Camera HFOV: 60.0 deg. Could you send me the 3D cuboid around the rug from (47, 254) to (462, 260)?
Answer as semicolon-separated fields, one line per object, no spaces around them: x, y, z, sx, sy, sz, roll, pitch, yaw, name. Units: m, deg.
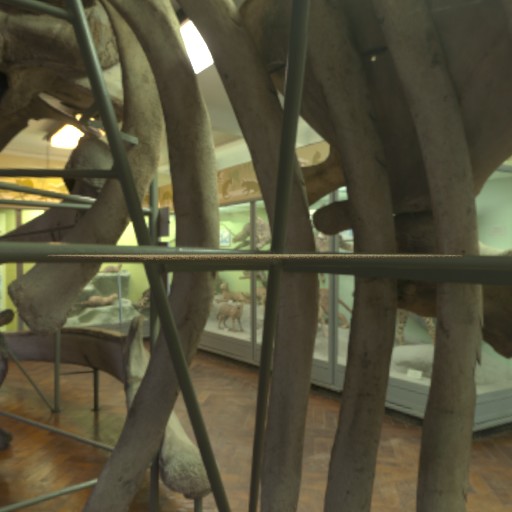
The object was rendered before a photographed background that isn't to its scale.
0.000;0.000;2.805;2.141;0.013;1.566;0;1;-36;rug
